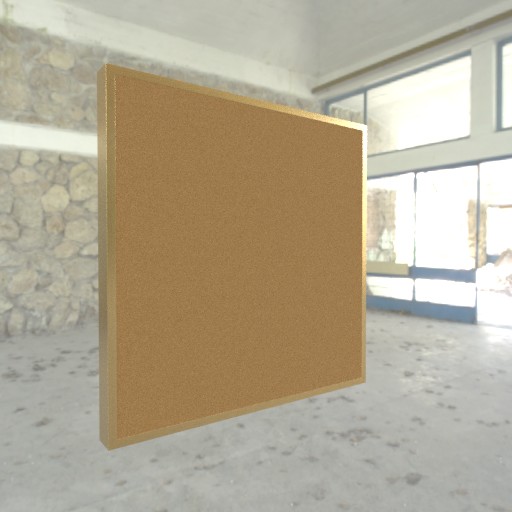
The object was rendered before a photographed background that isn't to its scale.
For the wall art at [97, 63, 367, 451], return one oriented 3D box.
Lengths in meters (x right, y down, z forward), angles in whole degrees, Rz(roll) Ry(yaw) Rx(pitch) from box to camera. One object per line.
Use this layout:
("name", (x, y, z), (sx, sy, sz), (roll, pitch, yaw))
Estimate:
("wall art", (0.000, 0.000, 0.745), (0.509, 0.509, 0.040), (-1, 1, -36))
